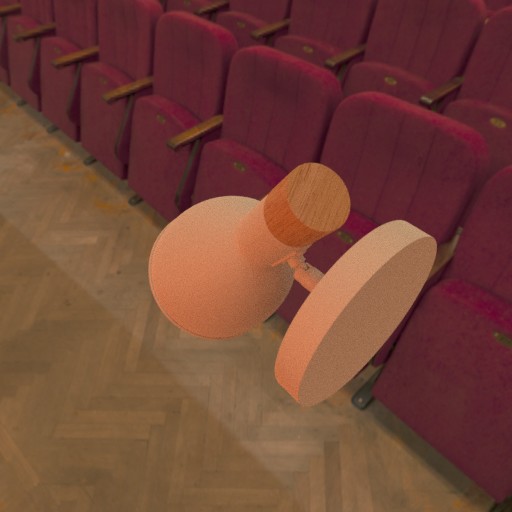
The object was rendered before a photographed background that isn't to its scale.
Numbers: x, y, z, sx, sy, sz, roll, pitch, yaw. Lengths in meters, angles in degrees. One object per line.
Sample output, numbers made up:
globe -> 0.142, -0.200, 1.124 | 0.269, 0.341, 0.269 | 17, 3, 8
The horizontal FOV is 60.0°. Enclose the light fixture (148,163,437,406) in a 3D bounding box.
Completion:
light fixture -> 0.000, 0.000, 0.335 | 0.127, 0.199, 0.209 | -33, 55, -28
